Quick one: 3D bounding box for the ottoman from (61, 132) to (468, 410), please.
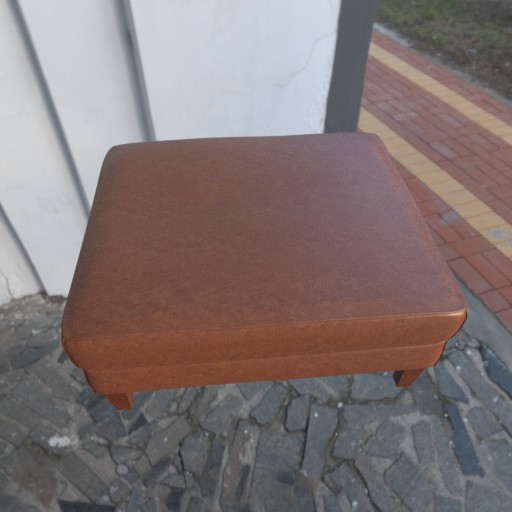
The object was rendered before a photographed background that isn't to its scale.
[{"bbox_3d":[0.000,0.000,1.437,0.987,0.472,0.836,-4,46,-4],"label":"ottoman"}]
